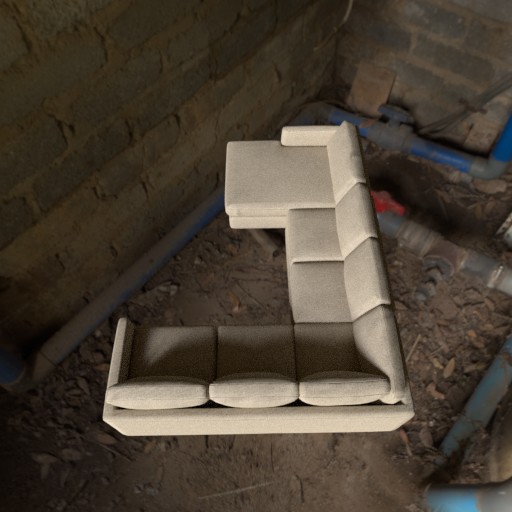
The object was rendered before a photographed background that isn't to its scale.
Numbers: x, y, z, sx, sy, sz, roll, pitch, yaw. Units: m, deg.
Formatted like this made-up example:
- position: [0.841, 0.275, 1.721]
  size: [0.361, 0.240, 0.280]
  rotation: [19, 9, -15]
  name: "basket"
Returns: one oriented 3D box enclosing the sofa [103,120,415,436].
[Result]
- position: [0.000, 0.000, 4.712]
  size: [2.593, 0.959, 3.460]
  rotation: [-1, 58, 0]
  name: "sofa"
